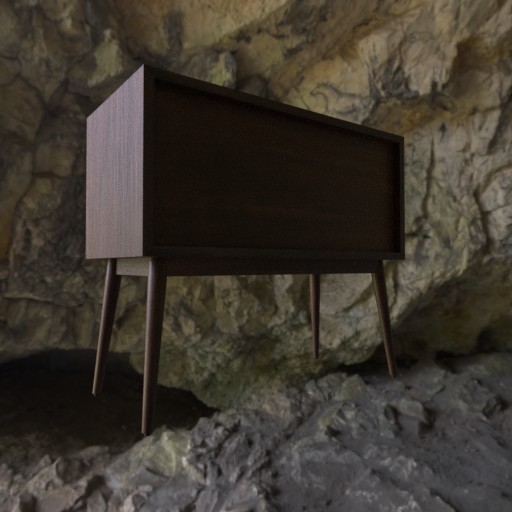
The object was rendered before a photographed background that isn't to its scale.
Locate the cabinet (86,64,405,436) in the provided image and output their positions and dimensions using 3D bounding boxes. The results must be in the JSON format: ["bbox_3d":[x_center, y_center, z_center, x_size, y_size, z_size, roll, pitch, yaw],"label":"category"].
[{"bbox_3d":[0.000,0.000,1.128,0.743,0.654,0.354,1,-2,-36],"label":"cabinet"}]
